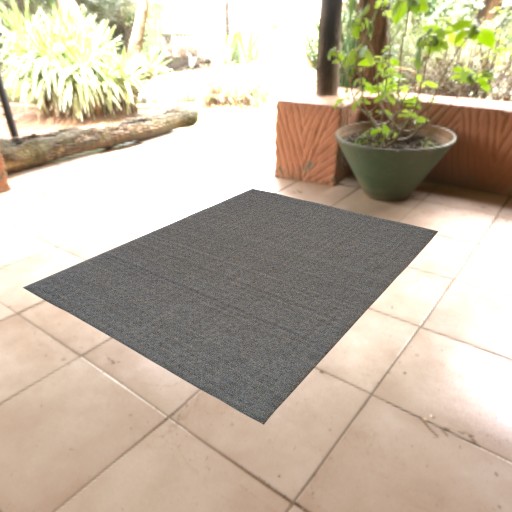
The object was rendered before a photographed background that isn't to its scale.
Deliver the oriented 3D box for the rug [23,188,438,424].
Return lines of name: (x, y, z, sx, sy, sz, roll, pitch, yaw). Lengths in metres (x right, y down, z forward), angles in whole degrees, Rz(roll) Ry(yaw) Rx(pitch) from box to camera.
rug: (0.000, 0.000, 4.171, 2.443, 0.007, 3.200, 18, 32, 32)
